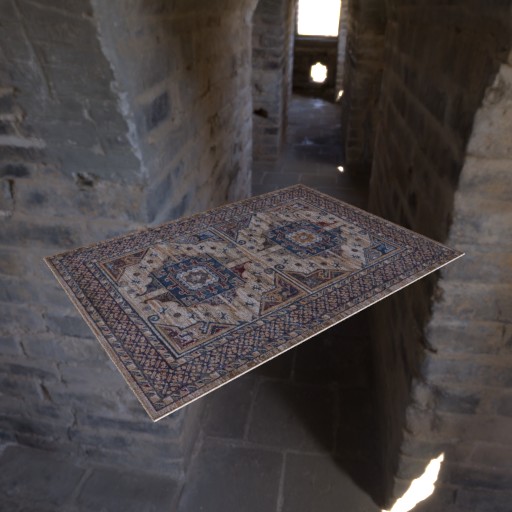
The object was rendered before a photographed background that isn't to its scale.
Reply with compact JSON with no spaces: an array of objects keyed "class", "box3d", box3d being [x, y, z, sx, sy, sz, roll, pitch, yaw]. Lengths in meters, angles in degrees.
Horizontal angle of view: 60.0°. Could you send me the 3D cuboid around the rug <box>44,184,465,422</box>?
[{"class":"rug","box3d":[0.000,0.000,2.887,2.227,0.008,1.611,-21,36,-32]}]
